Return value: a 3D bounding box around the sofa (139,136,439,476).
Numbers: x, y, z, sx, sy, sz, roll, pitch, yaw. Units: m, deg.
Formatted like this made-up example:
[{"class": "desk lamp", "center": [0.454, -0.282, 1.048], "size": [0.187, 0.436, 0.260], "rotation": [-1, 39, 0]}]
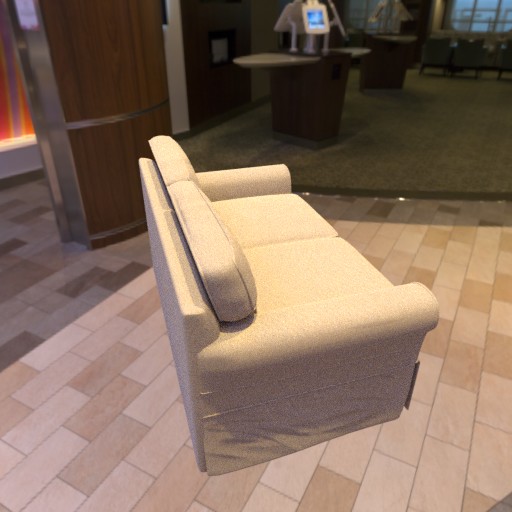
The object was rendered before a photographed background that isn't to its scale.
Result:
[{"class": "sofa", "center": [0.000, 0.000, 2.318], "size": [0.991, 0.940, 1.727], "rotation": [-9, 31, -15]}]
